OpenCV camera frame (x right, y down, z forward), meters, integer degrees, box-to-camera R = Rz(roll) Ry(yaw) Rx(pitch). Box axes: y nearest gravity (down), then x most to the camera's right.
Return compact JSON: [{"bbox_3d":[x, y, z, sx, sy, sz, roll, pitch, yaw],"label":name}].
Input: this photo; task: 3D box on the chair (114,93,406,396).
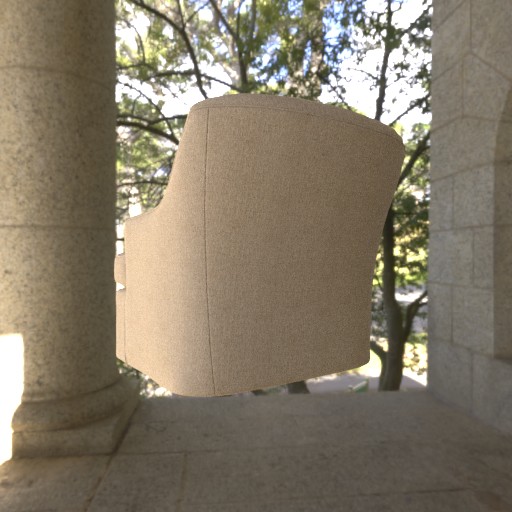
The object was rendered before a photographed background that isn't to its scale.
[{"bbox_3d":[0.000,0.000,1.623,0.864,0.856,0.923,0,-1,-35],"label":"chair"}]
